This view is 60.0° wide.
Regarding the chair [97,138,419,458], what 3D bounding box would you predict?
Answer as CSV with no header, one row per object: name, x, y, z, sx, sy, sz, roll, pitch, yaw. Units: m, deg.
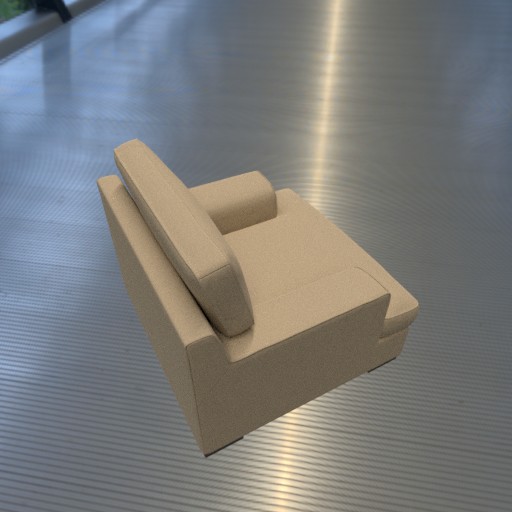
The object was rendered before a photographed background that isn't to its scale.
chair,0.000,0.000,2.157,1.274,1.005,1.293,-26,47,-27
